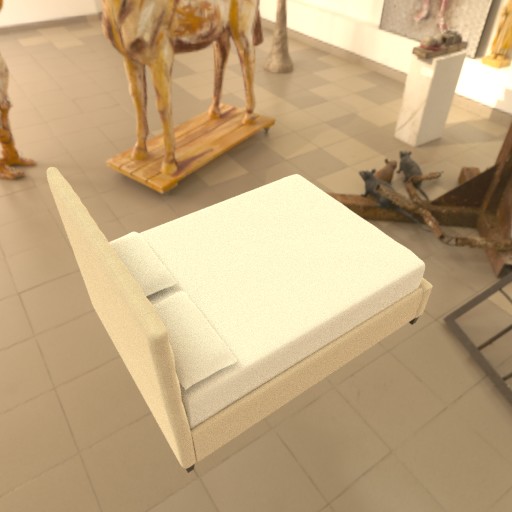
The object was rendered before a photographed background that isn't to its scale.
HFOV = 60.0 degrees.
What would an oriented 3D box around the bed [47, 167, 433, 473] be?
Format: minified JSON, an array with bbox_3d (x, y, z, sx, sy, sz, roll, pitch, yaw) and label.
[{"bbox_3d":[0.000,0.000,3.322,2.233,1.426,1.696,-25,47,-25],"label":"bed"}]
